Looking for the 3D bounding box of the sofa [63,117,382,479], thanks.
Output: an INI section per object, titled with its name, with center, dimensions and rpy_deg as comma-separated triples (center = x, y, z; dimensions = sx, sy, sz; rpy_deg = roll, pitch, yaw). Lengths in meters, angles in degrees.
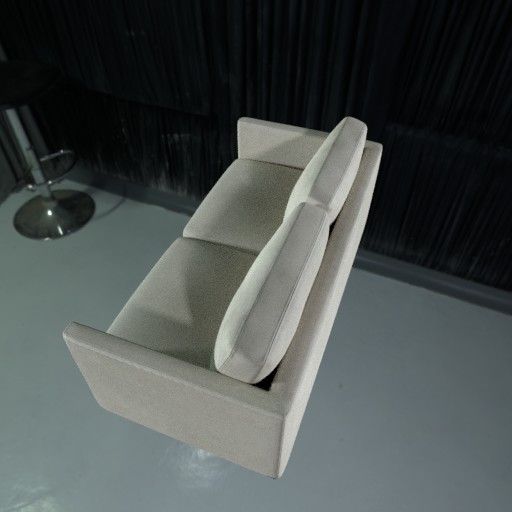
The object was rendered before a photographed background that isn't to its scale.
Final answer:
[sofa]
center = 0.000, 0.000, 2.358
dimensions = 0.950, 0.940, 1.846
rpy_deg = 16, 48, 15
